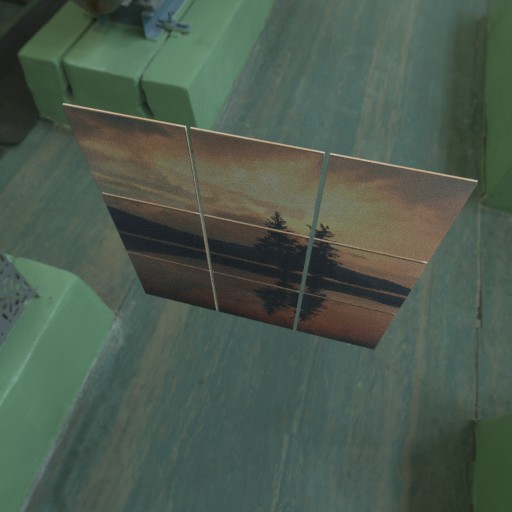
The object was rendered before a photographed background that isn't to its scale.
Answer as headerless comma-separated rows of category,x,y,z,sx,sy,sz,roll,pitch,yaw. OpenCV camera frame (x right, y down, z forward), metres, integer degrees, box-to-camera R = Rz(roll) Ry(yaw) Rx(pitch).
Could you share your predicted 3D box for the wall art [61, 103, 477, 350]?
wall art,0.000,0.000,1.772,1.216,1.218,0.013,13,58,8
